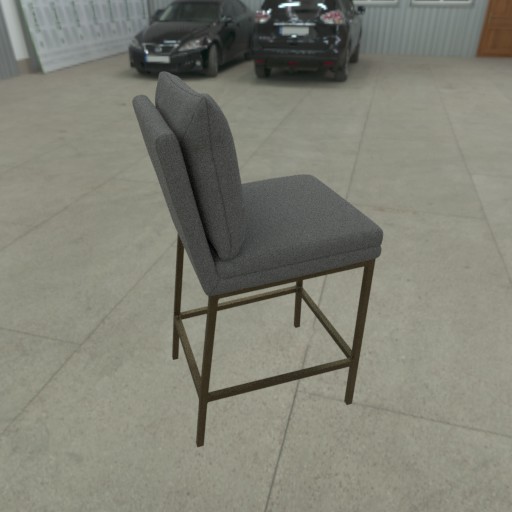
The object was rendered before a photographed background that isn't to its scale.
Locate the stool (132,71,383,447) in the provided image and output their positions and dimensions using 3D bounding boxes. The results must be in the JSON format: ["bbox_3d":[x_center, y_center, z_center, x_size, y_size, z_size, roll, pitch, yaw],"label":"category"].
[{"bbox_3d":[0.000,0.000,1.344,0.569,1.030,0.463,-11,33,-17],"label":"stool"}]
